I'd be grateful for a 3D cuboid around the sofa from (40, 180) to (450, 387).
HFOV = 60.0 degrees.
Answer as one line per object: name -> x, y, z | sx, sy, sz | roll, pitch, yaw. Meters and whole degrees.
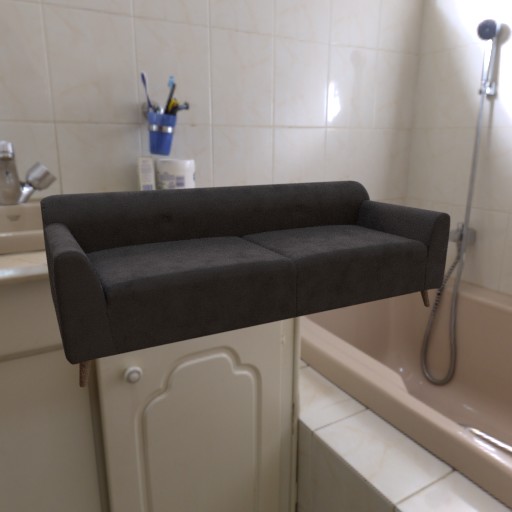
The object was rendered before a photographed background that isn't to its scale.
sofa -> 0.000, 0.000, 2.593 | 2.190, 0.740, 0.900 | -7, 16, -27
